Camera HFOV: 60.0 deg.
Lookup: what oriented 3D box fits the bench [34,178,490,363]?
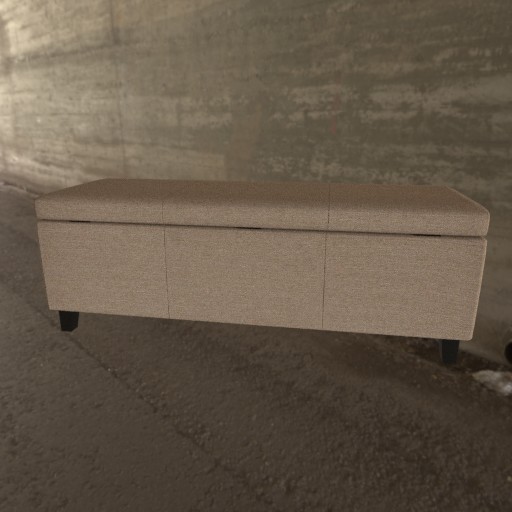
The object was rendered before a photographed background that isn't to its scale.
[{"bbox_3d":[0.000,0.000,1.442,1.269,0.438,0.446,3,17,9],"label":"bench"}]
